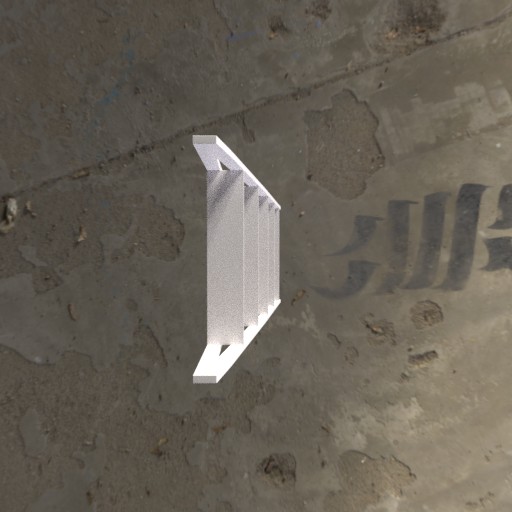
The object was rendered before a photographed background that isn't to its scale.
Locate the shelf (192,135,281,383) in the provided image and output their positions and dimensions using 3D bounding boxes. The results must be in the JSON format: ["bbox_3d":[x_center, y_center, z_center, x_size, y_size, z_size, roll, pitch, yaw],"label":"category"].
[{"bbox_3d":[0.000,0.000,2.019,0.341,1.779,0.636,0,91,-1],"label":"shelf"}]
